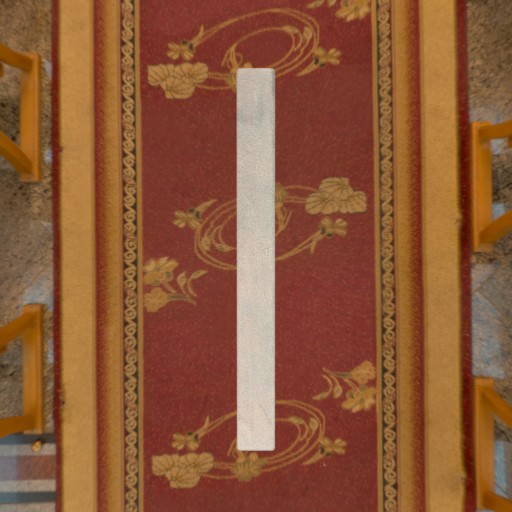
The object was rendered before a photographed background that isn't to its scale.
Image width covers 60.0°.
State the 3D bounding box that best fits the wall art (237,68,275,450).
[{"bbox_3d":[0.000,0.000,1.158,0.061,0.911,0.609,0,91,0],"label":"wall art"}]
